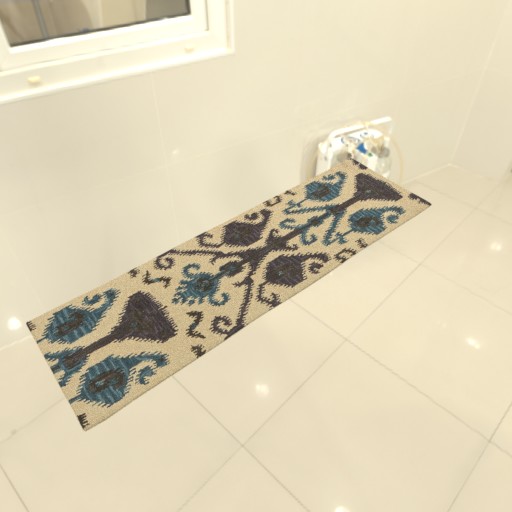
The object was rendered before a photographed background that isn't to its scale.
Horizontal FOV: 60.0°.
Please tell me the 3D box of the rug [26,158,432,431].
[{"bbox_3d":[0.000,0.000,2.455,2.301,0.017,0.692,-30,52,-27],"label":"rug"}]
